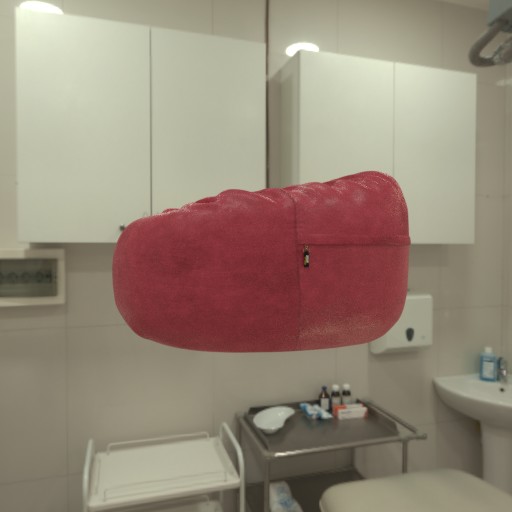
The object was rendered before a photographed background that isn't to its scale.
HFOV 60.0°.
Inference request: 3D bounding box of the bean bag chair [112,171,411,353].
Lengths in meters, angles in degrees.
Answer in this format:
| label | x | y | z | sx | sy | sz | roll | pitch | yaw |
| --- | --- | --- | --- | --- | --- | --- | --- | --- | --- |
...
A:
| label | x | y | z | sx | sy | sz | roll | pitch | yaw |
| --- | --- | --- | --- | --- | --- | --- | --- | --- | --- |
| bean bag chair | 0.000 | 0.000 | 2.469 | 1.524 | 0.878 | 1.524 | 0 | 1 | -17 |
